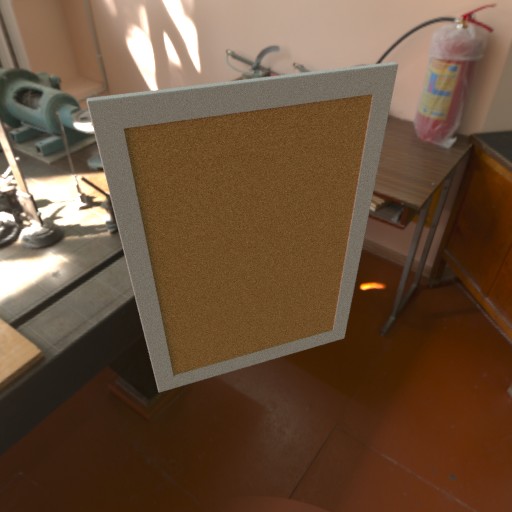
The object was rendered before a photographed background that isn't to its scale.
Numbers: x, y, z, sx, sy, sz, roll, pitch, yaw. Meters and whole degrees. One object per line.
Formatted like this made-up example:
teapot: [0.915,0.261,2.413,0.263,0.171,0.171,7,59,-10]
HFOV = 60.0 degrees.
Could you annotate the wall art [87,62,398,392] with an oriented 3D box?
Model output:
wall art: [0.000,0.000,0.679,0.374,0.529,0.012,-13,42,-15]
